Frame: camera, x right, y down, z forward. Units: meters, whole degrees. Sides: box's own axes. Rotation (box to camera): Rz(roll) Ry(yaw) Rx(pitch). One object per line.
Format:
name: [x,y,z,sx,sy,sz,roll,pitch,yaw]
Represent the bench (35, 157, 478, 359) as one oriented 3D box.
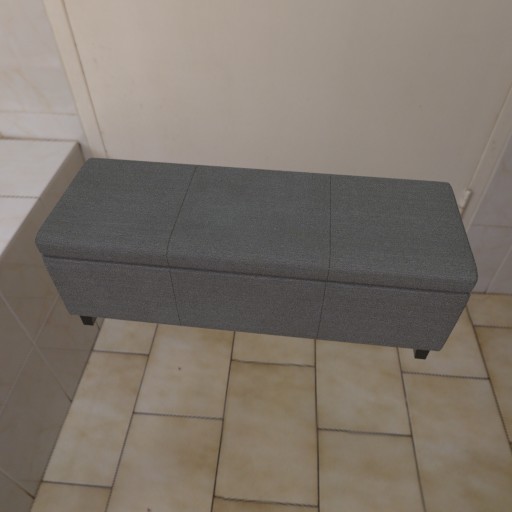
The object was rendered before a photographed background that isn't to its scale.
bench: [0.000,0.000,1.513,1.269,0.438,0.446,5,46,5]
